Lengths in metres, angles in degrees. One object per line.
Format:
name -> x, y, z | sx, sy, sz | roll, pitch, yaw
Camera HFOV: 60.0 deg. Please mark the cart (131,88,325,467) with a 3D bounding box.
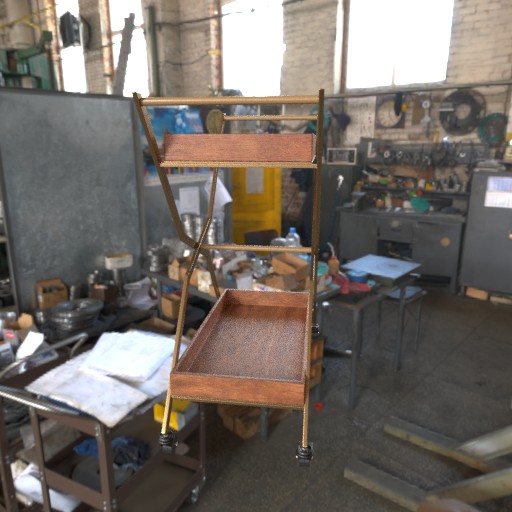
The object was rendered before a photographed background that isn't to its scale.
cart -> 0.000, 0.000, 1.353 | 0.405, 0.869, 0.836 | 2, 15, 8
